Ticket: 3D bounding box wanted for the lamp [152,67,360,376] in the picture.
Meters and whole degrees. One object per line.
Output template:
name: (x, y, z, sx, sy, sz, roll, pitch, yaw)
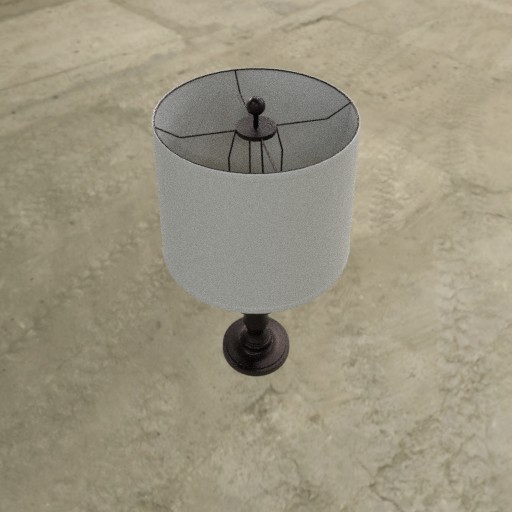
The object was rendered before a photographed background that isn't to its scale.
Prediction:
lamp: (0.000, 0.000, 0.957, 0.383, 0.726, 0.383, 0, 47, 0)
